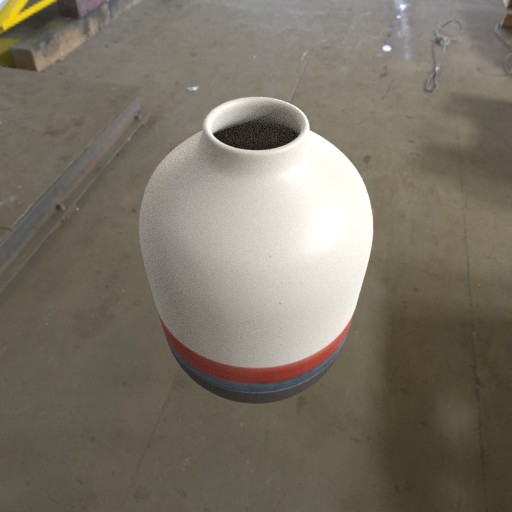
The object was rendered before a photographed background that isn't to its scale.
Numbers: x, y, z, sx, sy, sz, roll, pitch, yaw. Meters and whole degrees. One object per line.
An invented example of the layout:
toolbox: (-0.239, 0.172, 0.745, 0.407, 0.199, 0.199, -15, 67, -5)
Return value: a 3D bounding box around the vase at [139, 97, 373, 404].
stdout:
vase: (0.000, 0.000, 0.352, 0.169, 0.237, 0.169, 0, 48, 0)
